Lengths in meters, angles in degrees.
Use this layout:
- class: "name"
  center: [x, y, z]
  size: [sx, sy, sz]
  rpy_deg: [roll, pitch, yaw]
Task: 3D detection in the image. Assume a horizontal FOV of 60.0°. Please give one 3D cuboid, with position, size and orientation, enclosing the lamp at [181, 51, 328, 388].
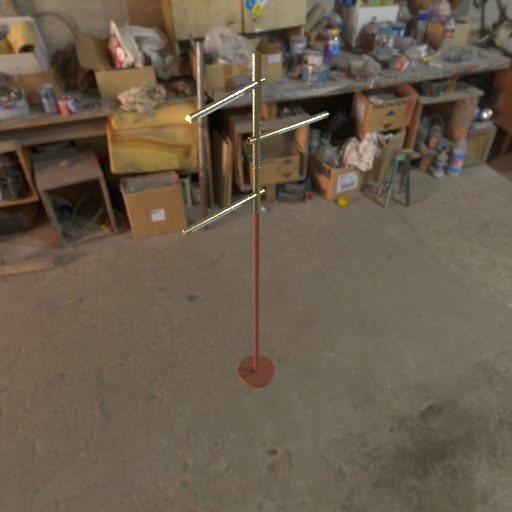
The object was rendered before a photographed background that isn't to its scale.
- class: "lamp"
  center: [0.000, 0.000, 1.982]
  size: [0.209, 1.704, 0.737]
  rpy_deg: [25, 45, 28]
